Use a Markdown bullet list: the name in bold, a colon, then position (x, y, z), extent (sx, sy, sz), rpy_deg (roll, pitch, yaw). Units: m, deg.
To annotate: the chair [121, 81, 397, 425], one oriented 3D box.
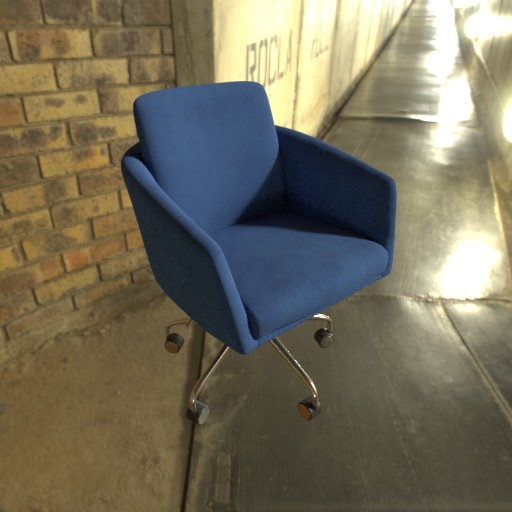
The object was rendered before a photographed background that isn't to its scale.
- **chair**: position (0.000, 0.000, 1.336), extent (0.641, 0.908, 0.635), rpy_deg (-22, 36, -33)
